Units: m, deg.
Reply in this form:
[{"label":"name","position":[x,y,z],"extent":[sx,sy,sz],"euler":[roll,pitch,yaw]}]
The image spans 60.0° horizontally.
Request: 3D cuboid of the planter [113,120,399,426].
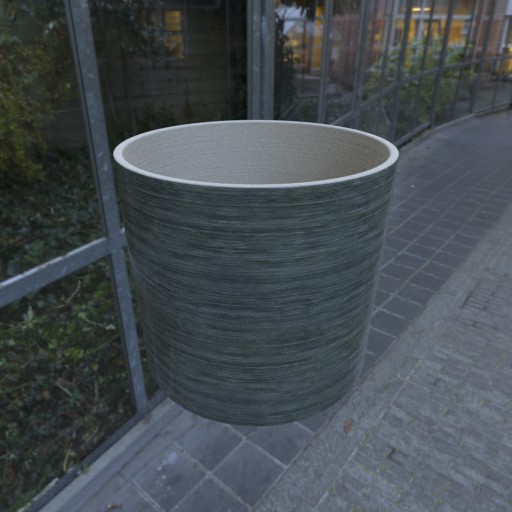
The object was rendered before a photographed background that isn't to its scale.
[{"label":"planter","position":[0.000,0.000,0.402],"extent":[0.221,0.201,0.221],"euler":[0,27,0]}]
